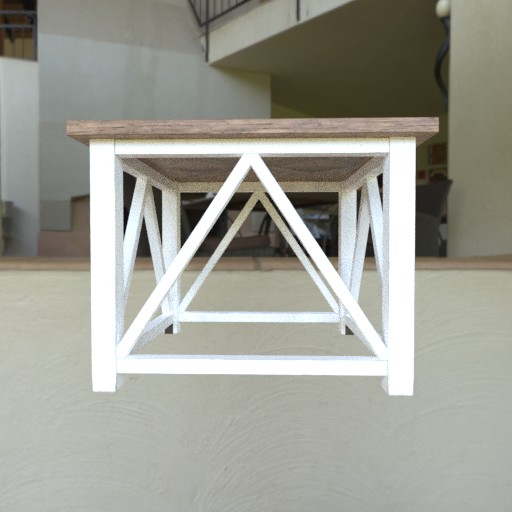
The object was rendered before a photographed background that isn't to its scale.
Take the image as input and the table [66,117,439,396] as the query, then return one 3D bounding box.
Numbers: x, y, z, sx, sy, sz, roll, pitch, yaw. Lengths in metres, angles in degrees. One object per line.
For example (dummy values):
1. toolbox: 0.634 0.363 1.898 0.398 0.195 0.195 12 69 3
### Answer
1. table: 0.000 0.000 1.186 0.700 0.532 0.700 0 1 2
